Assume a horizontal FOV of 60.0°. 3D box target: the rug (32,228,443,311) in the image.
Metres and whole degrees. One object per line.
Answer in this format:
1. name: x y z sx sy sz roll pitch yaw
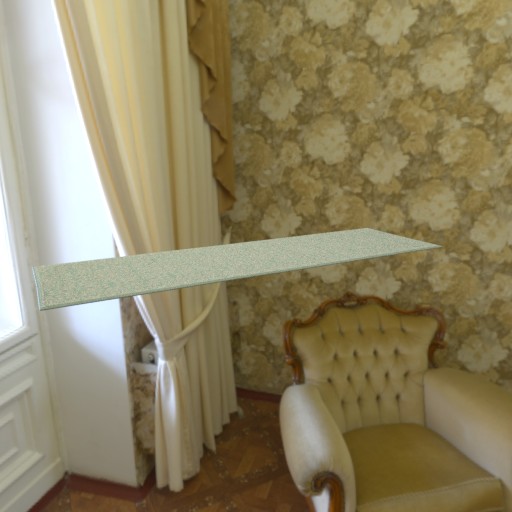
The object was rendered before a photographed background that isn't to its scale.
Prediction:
1. rug: 0.000 0.000 2.447 2.196 0.011 0.662 -8 16 -27
